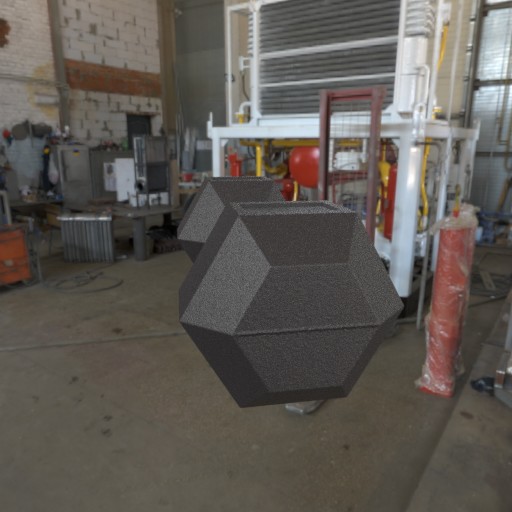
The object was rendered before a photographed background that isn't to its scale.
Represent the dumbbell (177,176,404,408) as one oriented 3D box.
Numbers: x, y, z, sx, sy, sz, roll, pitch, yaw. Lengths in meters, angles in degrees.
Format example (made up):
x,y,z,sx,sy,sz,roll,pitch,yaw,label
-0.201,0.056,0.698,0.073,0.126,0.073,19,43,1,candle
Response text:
x,y,z,sx,sy,sz,roll,pitch,yaw,label
0.000,0.000,0.408,0.142,0.123,0.337,-3,15,-10,dumbbell
